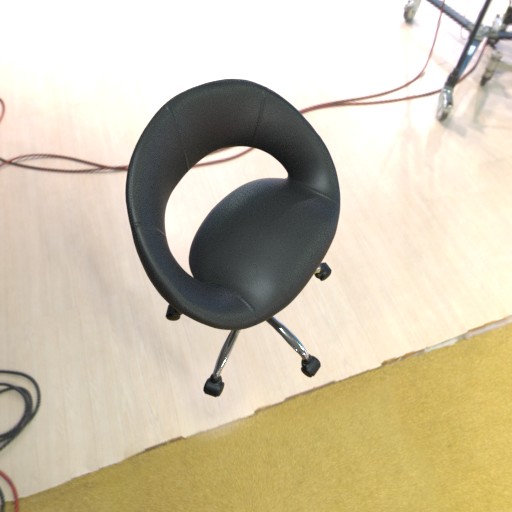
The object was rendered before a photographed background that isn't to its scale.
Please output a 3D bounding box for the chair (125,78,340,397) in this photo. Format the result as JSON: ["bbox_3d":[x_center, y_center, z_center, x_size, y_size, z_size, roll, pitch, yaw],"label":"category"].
[{"bbox_3d":[0.000,0.000,1.183,0.538,0.791,0.612,28,62,17],"label":"chair"}]
